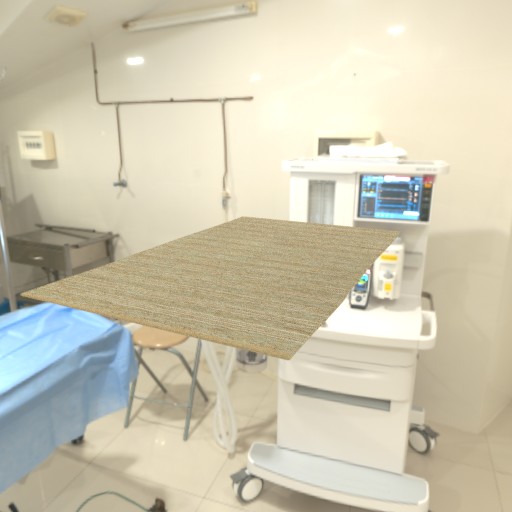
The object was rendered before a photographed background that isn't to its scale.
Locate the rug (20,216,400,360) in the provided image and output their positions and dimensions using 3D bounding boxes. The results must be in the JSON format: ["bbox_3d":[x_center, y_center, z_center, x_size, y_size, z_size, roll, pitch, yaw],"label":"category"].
[{"bbox_3d":[0.000,0.000,3.039,1.540,0.012,2.448,8,18,26],"label":"rug"}]
